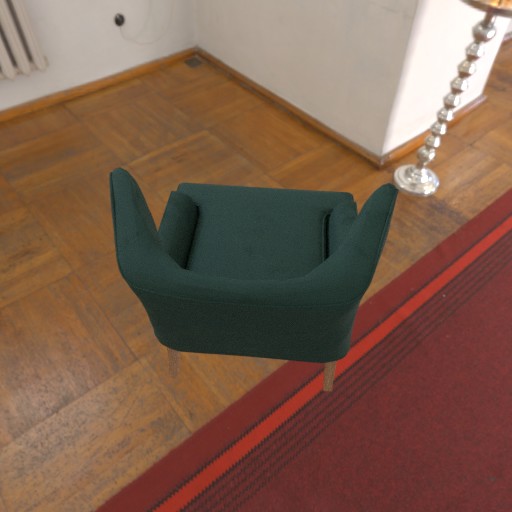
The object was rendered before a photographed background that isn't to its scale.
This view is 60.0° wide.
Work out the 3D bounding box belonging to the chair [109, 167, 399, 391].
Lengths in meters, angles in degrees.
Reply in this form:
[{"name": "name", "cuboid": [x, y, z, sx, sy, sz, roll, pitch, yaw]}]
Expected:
[{"name": "chair", "cuboid": [0.000, 0.000, 1.642, 0.793, 0.952, 0.910, 4, 49, 3]}]
